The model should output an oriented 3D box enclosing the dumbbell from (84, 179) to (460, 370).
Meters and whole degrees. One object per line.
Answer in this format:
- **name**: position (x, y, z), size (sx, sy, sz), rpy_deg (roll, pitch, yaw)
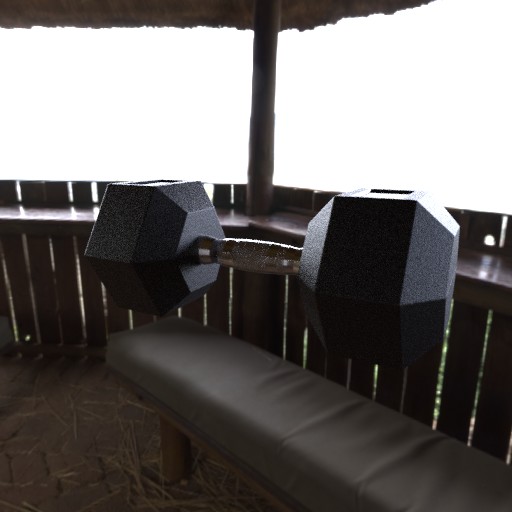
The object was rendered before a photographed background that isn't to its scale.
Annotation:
- **dumbbell**: position (0.000, 0.000, 0.442), size (0.361, 0.137, 0.157), rpy_deg (7, 16, 27)
